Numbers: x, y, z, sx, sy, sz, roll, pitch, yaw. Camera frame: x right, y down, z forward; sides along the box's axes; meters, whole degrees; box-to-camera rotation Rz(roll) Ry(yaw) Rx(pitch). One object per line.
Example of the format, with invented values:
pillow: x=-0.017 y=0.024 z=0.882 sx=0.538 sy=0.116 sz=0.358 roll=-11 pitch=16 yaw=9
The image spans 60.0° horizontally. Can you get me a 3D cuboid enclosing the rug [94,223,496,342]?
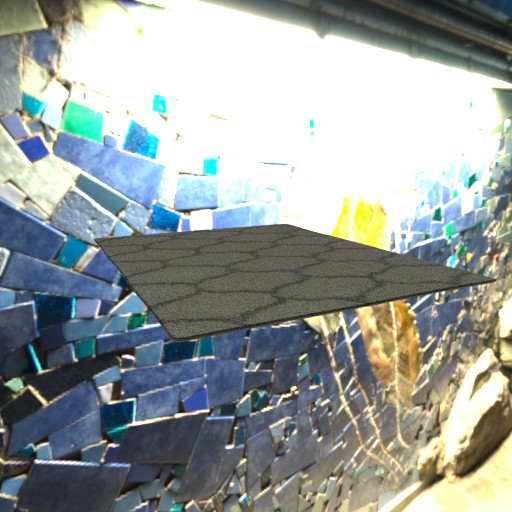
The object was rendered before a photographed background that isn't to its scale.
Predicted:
rug: x=0.000 y=0.000 z=3.971 sx=2.399 sy=0.026 sz=3.000 roll=-6 pitch=14 yaw=-26
